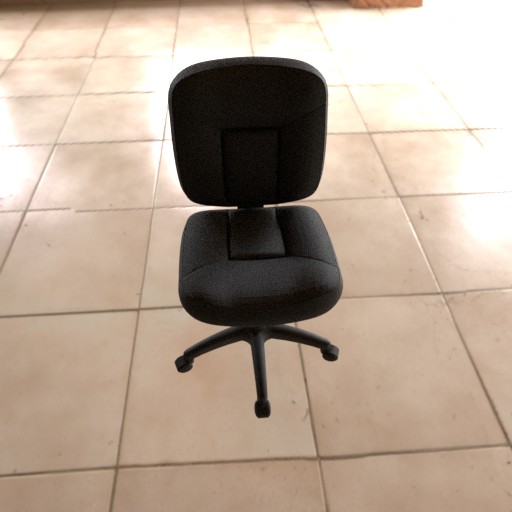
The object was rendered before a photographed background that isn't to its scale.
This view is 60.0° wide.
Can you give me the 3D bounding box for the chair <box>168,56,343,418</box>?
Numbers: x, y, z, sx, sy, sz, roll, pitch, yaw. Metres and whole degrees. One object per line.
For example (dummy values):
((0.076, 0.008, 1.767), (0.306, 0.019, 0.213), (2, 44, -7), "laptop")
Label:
((0.000, 0.000, 1.354), (0.610, 0.972, 0.610), (-4, 46, -3), "chair")
